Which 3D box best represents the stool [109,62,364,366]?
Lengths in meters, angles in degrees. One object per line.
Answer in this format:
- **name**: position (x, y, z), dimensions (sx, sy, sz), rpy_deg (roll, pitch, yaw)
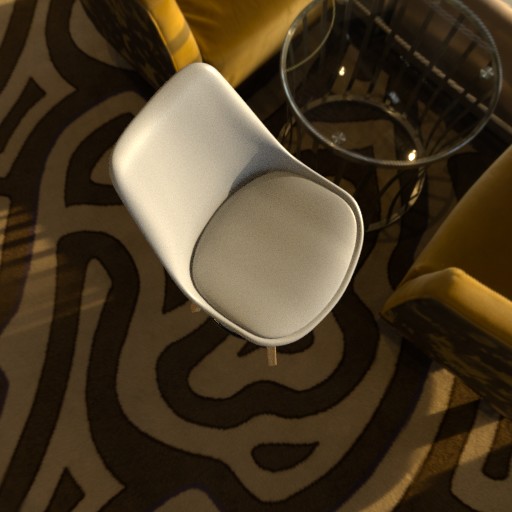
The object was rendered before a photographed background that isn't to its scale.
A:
- **stool**: position (0.000, 0.000, 1.365), dimensions (0.550, 1.115, 0.485), rpy_deg (33, 76, 9)
